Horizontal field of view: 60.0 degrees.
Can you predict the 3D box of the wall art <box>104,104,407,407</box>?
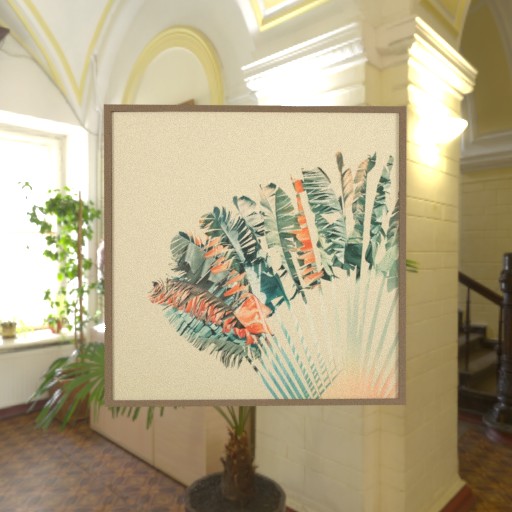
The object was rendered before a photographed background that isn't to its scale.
[{"bbox_3d":[0.000,0.000,0.765,0.508,0.506,0.038,0,0,-1],"label":"wall art"}]
